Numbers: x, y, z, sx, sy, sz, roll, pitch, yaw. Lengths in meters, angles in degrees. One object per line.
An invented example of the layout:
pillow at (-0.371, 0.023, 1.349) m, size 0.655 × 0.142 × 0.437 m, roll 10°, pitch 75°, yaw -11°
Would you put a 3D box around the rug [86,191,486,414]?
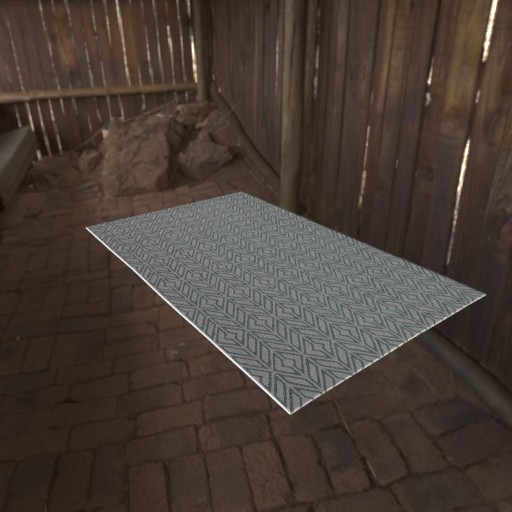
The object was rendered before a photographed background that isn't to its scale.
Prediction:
rug at (0.000, 0.000, 3.035) m, size 1.517 × 0.011 × 2.435 m, roll -18°, pitch 32°, yaw -33°
